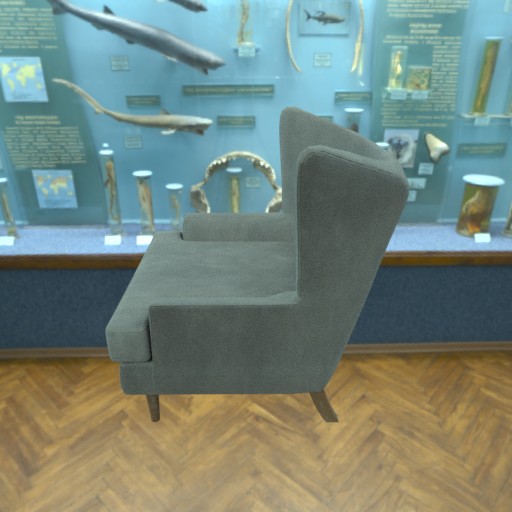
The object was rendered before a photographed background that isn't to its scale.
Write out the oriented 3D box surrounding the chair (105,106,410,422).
[{"bbox_3d":[0.000,0.000,1.618,0.906,0.950,0.784,0,26,0],"label":"chair"}]
